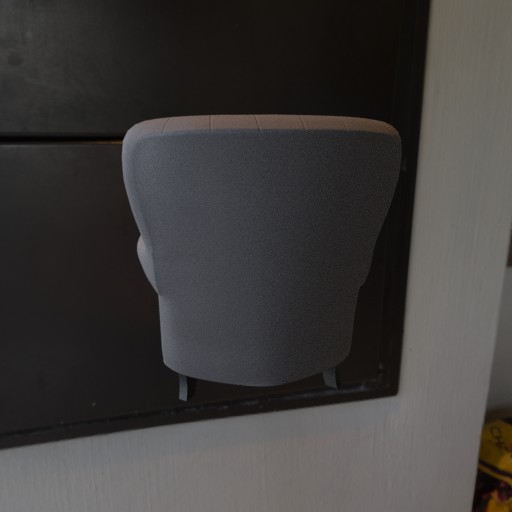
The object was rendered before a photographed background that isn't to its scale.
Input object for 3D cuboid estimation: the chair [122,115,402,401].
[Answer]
[{"bbox_3d":[0.000,0.000,1.804,0.983,1.046,0.983,-2,14,-8],"label":"chair"}]
